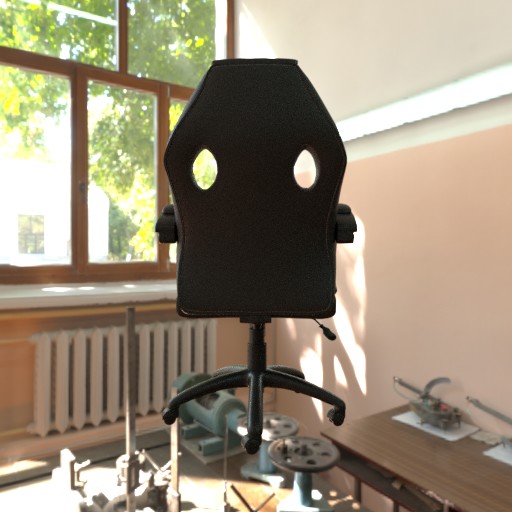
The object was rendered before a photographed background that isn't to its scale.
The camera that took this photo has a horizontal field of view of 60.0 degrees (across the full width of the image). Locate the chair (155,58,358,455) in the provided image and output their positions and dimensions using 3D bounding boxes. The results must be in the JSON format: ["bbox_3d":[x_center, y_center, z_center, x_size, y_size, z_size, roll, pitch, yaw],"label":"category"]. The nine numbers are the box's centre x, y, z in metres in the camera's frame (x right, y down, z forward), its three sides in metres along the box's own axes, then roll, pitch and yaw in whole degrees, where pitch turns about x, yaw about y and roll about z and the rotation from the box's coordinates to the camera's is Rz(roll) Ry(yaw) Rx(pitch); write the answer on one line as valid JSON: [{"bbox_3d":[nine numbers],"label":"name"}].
[{"bbox_3d":[0.000,0.000,1.654,0.673,1.187,0.724,0,0,1],"label":"chair"}]
